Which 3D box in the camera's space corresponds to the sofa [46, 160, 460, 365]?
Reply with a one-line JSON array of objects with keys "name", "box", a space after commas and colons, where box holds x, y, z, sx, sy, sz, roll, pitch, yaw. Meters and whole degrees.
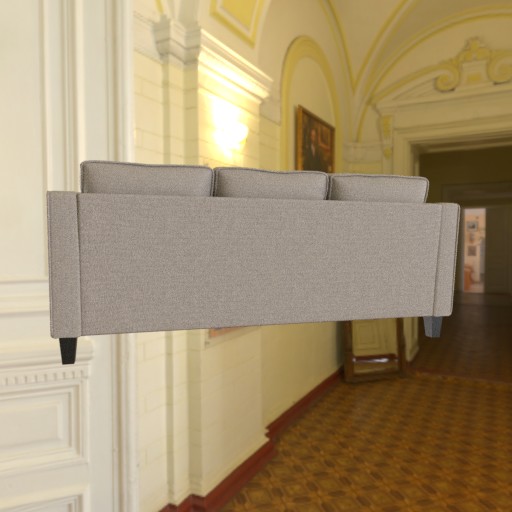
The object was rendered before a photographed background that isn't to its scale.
[{"name": "sofa", "box": [0.000, 0.000, 2.616, 2.129, 0.950, 0.899, -1, 2, -17]}]
